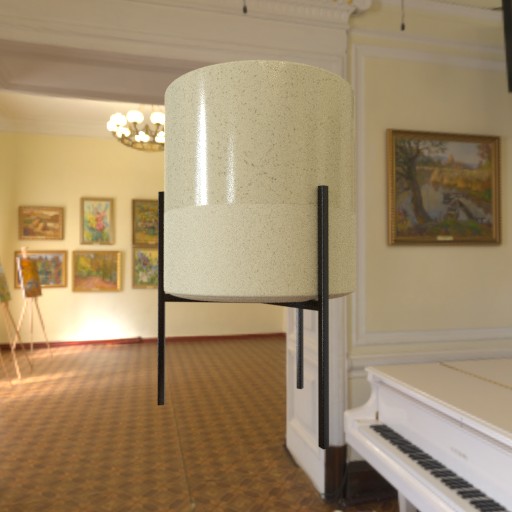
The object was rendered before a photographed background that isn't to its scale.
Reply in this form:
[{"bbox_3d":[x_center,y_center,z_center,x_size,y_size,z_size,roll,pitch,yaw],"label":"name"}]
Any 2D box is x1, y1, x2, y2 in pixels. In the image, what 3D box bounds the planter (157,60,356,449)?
[{"bbox_3d":[0.000,0.000,0.555,0.243,0.390,0.234,0,-1,-1],"label":"planter"}]
